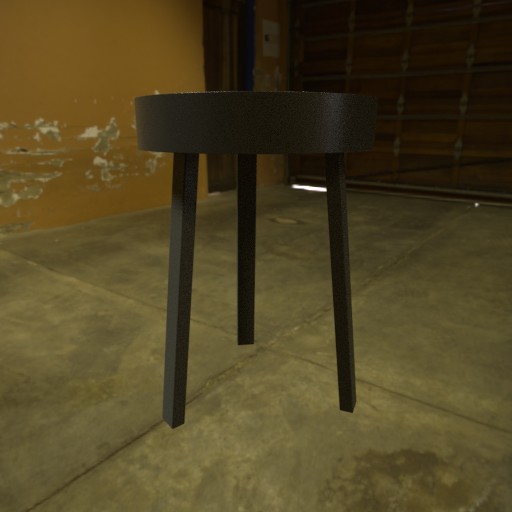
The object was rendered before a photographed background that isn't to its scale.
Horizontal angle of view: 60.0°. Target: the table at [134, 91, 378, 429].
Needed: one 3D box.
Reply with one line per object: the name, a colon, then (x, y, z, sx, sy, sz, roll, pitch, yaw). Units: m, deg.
table: (0.000, 0.000, 0.843, 0.406, 0.559, 0.406, 0, 16, 0)
